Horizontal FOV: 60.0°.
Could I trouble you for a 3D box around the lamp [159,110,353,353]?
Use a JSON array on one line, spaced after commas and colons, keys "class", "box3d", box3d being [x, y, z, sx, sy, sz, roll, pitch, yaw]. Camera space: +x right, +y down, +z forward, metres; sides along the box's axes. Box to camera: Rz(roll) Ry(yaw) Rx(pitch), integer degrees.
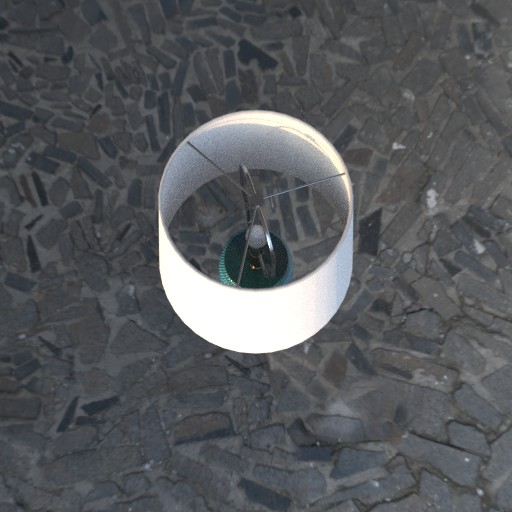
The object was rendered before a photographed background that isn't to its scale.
[{"class": "lamp", "box3d": [0.000, 0.000, 0.824, 0.355, 0.582, 0.355, 0, 75, 0]}]
